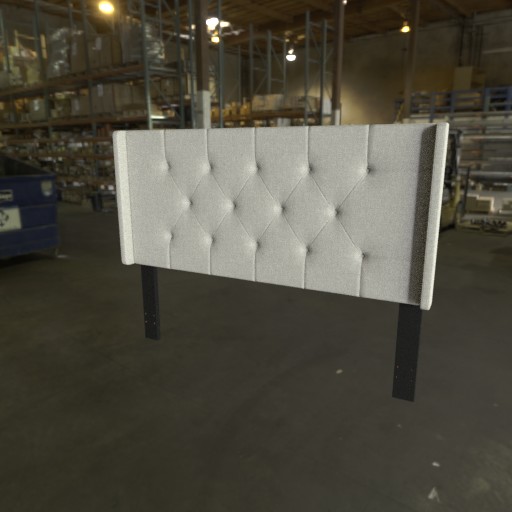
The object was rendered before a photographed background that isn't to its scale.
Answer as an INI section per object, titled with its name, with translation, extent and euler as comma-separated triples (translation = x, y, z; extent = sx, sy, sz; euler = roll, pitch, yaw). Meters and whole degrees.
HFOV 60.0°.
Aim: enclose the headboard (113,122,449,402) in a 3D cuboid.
[headboard]
translation = 0.000, 0.000, 2.733
extent = 2.051, 1.524, 0.184
euler = 7, 15, 26
